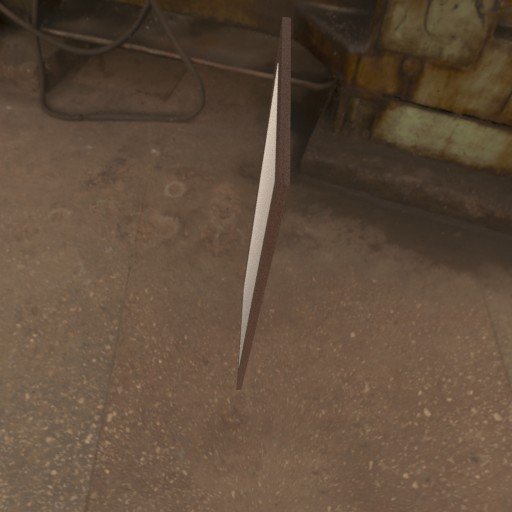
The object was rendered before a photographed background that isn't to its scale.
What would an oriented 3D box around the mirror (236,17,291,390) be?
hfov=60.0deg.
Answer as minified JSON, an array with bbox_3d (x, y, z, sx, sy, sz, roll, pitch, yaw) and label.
[{"bbox_3d":[0.000,0.000,2.270,0.221,2.020,0.812,2,58,1],"label":"mirror"}]
